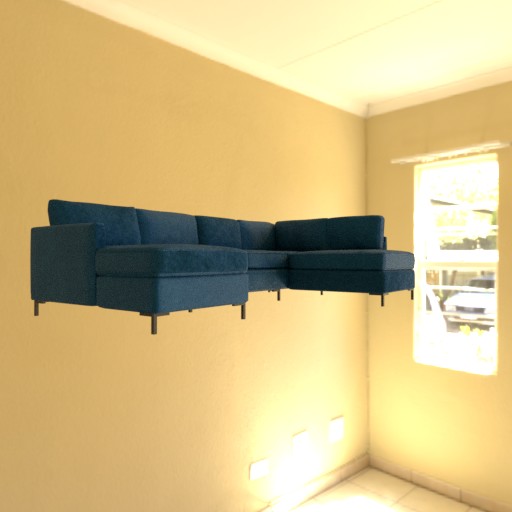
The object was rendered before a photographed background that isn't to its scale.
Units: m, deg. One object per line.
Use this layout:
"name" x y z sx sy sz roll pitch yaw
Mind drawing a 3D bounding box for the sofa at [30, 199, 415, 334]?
"sofa" 0.000 0.000 4.353 2.055 0.992 3.434 0 -1 37
